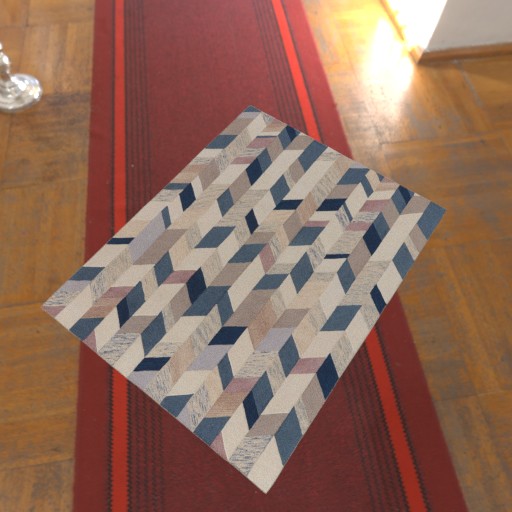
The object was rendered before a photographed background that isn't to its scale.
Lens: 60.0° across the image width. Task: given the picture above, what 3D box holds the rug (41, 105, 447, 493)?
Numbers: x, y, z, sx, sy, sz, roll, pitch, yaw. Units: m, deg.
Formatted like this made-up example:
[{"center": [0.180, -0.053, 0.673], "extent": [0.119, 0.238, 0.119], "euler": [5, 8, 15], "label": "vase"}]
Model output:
[{"center": [0.000, 0.000, 4.138], "extent": [2.451, 0.011, 3.072], "euler": [33, 67, 16], "label": "rug"}]
